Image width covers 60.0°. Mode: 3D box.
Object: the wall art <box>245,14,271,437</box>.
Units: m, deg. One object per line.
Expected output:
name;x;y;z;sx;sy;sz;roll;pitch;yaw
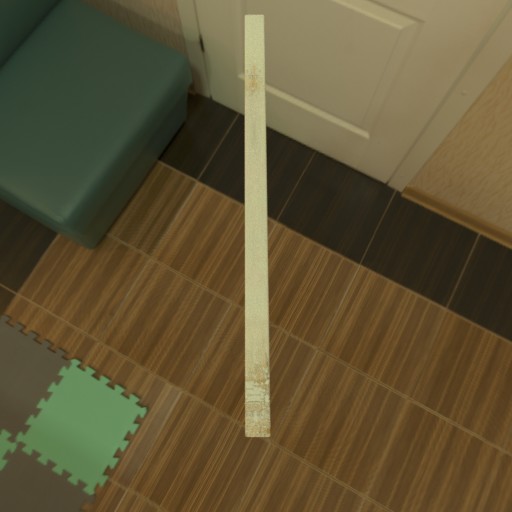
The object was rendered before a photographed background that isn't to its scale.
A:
wall art;0.000;0.000;1.113;0.038;0.755;0.753;0;75;0
